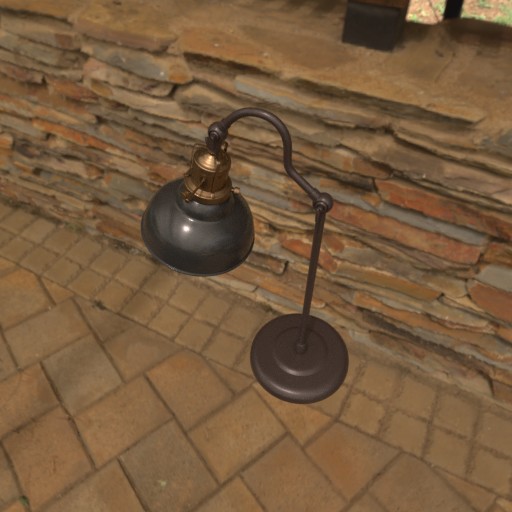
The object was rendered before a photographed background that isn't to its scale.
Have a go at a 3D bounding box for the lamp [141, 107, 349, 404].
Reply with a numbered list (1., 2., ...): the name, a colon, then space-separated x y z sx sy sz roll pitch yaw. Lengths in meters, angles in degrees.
1. lamp: 0.000 0.000 0.702 0.374 0.508 0.192 17 50 15
